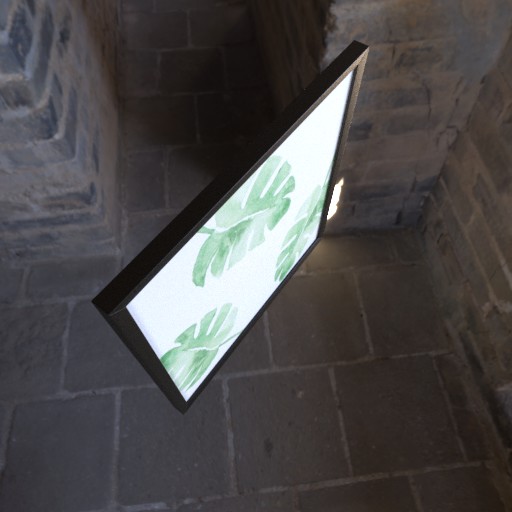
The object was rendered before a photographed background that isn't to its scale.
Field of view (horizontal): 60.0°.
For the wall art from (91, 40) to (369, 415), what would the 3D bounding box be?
[{"bbox_3d":[0.000,0.000,1.129,0.038,0.765,0.765,33,65,17],"label":"wall art"}]
